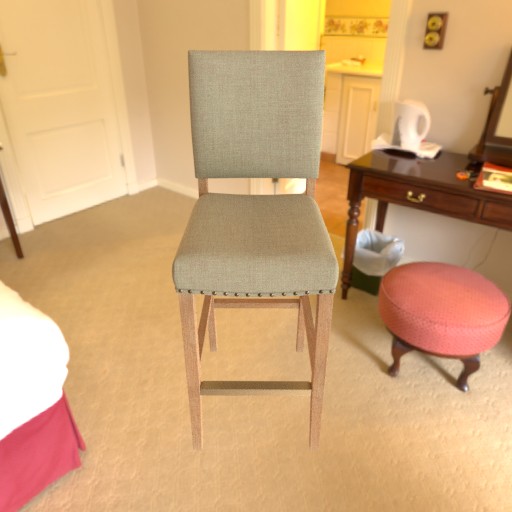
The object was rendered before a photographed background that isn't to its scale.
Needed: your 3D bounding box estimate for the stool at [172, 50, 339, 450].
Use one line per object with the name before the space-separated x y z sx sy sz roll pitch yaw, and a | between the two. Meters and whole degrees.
stool | 0.000 0.000 1.464 0.445 1.203 0.585 0 29 0
